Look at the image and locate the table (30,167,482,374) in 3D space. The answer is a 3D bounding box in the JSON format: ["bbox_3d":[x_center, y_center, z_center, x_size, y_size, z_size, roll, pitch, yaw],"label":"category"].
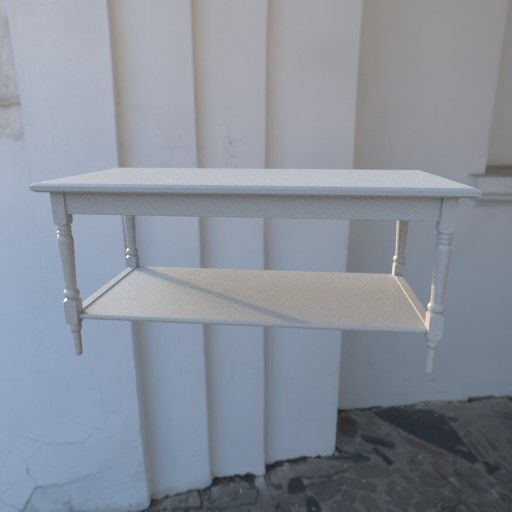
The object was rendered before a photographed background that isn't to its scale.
[{"bbox_3d":[0.000,0.000,1.410,1.109,0.506,0.551,2,16,6],"label":"table"}]
